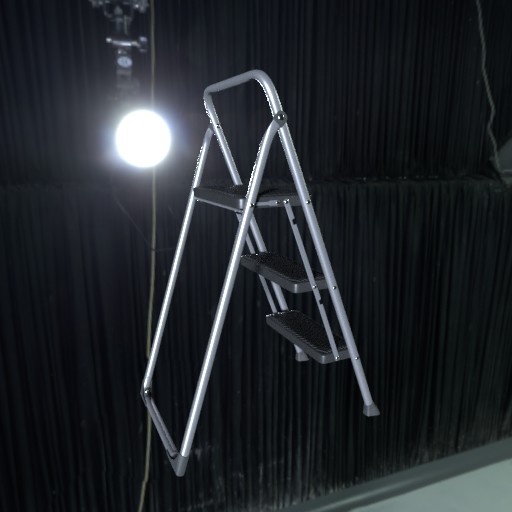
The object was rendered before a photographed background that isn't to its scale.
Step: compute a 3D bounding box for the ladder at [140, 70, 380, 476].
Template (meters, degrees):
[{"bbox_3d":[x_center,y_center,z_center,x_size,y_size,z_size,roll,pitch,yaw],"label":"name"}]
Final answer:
[{"bbox_3d":[0.000,0.000,1.270,0.629,0.945,0.430,-6,15,-25],"label":"ladder"}]
